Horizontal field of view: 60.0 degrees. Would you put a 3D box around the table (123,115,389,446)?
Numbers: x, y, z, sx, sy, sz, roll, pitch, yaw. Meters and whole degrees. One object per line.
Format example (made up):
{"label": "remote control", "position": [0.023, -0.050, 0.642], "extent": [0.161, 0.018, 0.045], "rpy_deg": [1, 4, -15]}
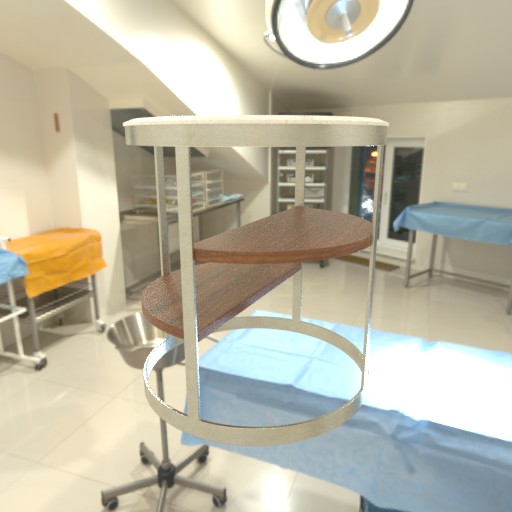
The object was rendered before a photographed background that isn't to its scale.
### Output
{"label": "table", "position": [0.000, 0.000, 0.762], "extent": [0.407, 0.447, 0.407], "rpy_deg": [0, 15, 0]}
